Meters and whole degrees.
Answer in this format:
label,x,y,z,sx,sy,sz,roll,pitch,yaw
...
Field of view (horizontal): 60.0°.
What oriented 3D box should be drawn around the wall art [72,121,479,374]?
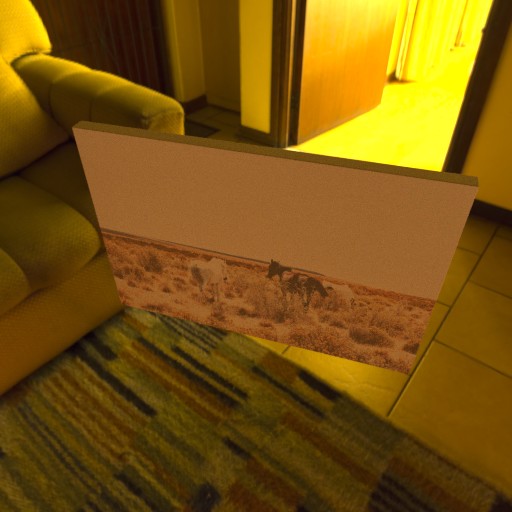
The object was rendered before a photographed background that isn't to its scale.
label,x,y,z,sx,sy,sz,roll,pitch,yaw
wall art,0.000,0.000,1.457,1.138,0.761,0.051,11,41,13
